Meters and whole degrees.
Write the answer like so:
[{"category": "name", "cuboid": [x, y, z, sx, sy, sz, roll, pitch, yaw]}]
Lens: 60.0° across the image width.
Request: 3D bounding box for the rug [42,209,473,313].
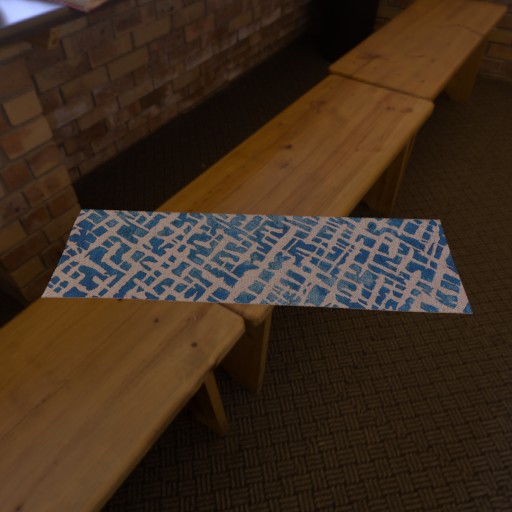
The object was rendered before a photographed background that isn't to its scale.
[{"category": "rug", "cuboid": [0.000, 0.000, 2.762, 2.446, 0.011, 0.768, 2, 47, 2]}]
